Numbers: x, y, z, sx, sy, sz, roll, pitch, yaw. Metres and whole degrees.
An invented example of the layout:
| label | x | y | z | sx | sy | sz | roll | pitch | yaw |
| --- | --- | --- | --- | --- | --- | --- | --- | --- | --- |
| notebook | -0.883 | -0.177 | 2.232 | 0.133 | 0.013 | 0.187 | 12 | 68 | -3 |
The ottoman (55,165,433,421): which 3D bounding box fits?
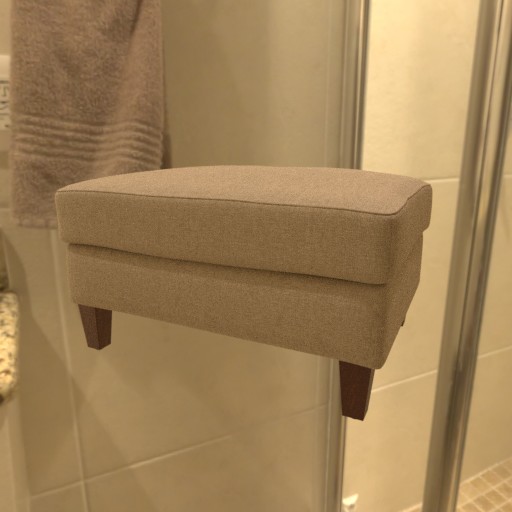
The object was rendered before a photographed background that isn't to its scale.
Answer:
| label | x | y | z | sx | sy | sz | roll | pitch | yaw |
| --- | --- | --- | --- | --- | --- | --- | --- | --- | --- |
| ottoman | 0.000 | 0.000 | 1.308 | 0.898 | 0.519 | 0.677 | 7 | 16 | 25 |
